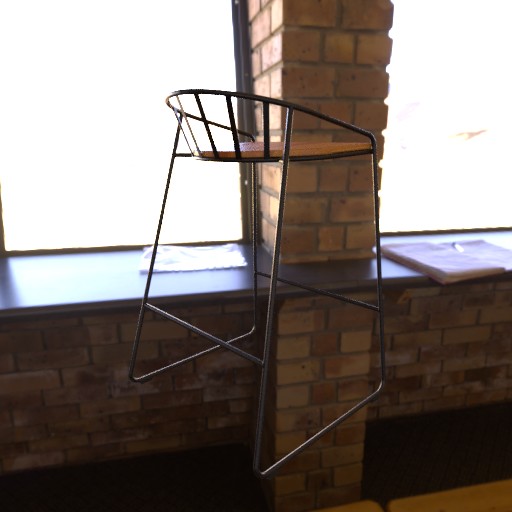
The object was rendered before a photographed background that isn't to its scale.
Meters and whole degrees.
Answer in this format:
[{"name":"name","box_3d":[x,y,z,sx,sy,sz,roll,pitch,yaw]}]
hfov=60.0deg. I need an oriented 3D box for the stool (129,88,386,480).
[{"name":"stool","box_3d":[0.000,0.000,1.189,0.521,0.812,0.546,-14,21,-42]}]
